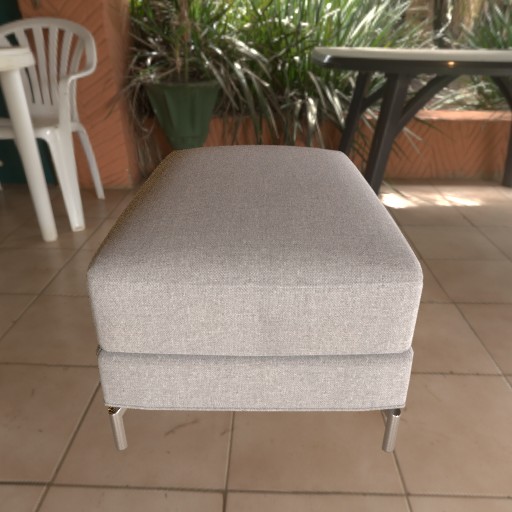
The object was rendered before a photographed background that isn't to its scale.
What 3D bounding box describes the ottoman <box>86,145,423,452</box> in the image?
[{"bbox_3d":[0.000,0.000,1.134,0.584,0.457,0.838,0,27,0],"label":"ottoman"}]
